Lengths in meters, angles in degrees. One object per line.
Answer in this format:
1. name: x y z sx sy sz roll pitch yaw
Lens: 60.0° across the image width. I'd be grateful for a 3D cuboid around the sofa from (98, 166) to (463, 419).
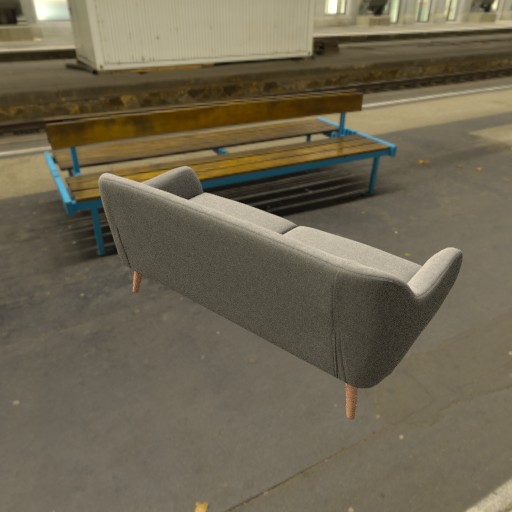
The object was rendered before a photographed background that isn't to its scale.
1. sofa: 0.000 0.000 2.316 1.840 0.820 0.820 23 37 33
